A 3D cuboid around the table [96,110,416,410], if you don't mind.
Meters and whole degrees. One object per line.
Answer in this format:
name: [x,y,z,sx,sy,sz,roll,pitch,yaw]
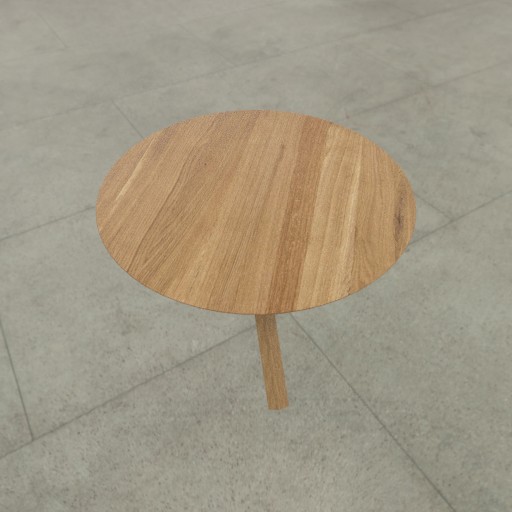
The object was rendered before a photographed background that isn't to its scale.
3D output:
table: [0.000,0.000,1.719,1.038,0.666,1.038,0,46,0]
